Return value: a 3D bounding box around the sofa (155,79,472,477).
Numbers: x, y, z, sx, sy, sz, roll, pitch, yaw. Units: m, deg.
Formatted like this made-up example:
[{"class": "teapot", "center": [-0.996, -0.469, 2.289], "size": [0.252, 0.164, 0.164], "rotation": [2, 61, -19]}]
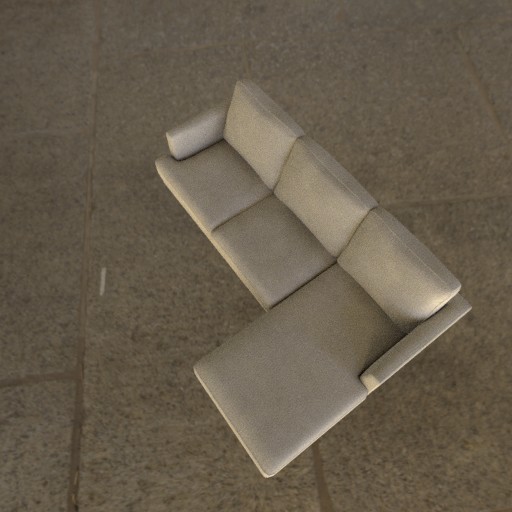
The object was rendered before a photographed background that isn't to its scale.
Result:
[{"class": "sofa", "center": [0.000, 0.000, 2.971], "size": [1.504, 0.956, 2.233], "rotation": [-33, 68, -16]}]
